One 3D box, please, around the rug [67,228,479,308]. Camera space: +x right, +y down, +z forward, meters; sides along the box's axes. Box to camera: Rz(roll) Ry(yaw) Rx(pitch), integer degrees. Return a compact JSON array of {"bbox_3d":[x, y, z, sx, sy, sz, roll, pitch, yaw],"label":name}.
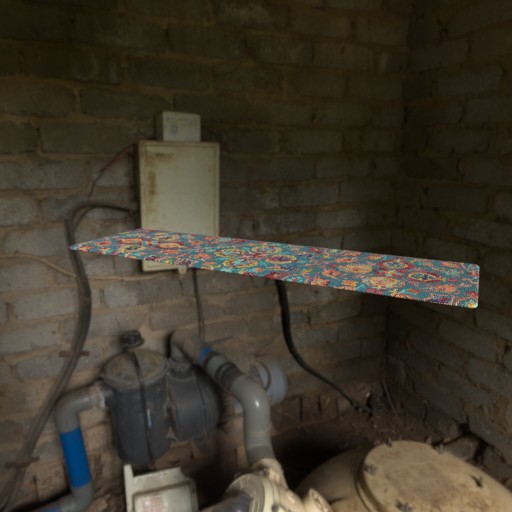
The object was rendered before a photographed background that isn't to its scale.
[{"bbox_3d":[0.000,0.000,2.532,2.286,0.013,0.686,7,16,26],"label":"rug"}]
